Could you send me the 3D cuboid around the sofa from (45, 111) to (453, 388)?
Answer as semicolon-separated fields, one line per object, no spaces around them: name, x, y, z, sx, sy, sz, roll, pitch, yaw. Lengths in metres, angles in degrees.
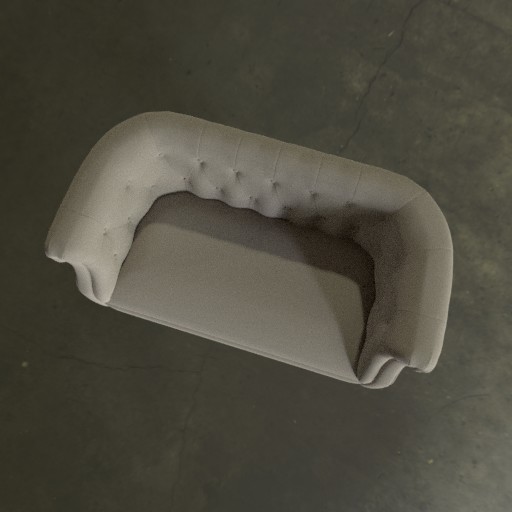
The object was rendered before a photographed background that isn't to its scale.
sofa;0.000;0.000;2.055;1.558;0.827;0.835;16;76;4
